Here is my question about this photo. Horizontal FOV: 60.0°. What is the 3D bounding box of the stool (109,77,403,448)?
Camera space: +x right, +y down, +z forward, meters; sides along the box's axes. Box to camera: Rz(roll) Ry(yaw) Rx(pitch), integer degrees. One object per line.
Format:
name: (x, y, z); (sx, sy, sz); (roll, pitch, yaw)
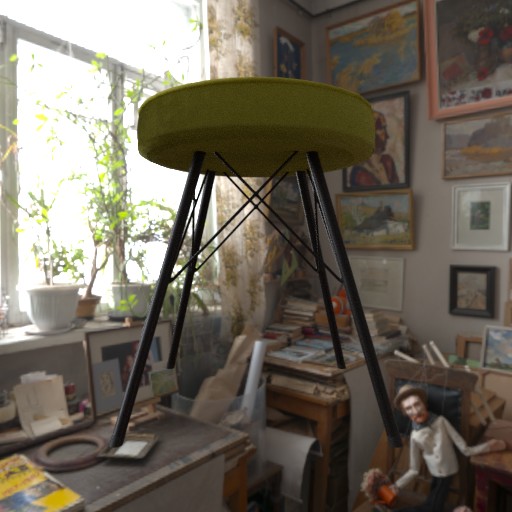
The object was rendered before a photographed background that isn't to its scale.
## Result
stool: (0.000, 0.000, 0.791); (0.409, 0.508, 0.409); (0, 1, 0)
